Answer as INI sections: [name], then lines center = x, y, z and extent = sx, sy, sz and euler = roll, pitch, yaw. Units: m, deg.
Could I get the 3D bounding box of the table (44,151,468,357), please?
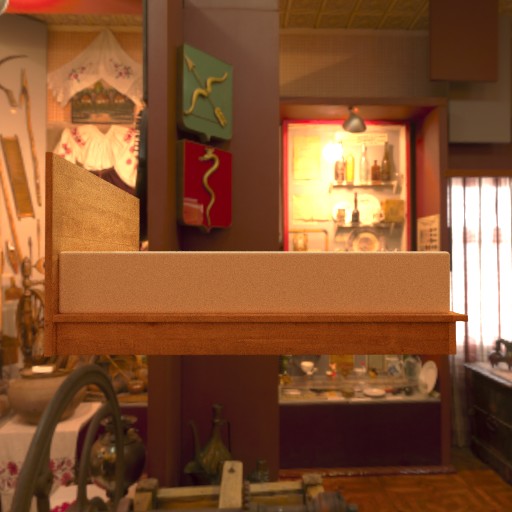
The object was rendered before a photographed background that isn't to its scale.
[table]
center = 0.000, 0.000, 3.101
extent = 2.149, 1.041, 1.707
euler = 0, -1, 0
